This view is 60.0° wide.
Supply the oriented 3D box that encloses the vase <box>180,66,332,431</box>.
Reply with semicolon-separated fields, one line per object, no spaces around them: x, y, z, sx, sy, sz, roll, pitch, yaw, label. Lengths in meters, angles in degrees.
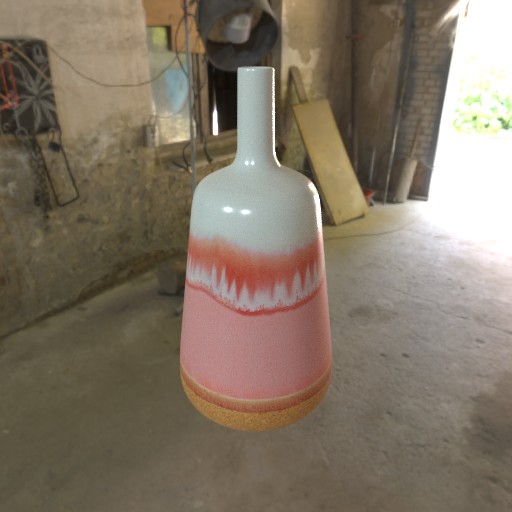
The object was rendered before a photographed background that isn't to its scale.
0.000;0.000;0.378;0.144;0.296;0.144;0;25;0;vase
